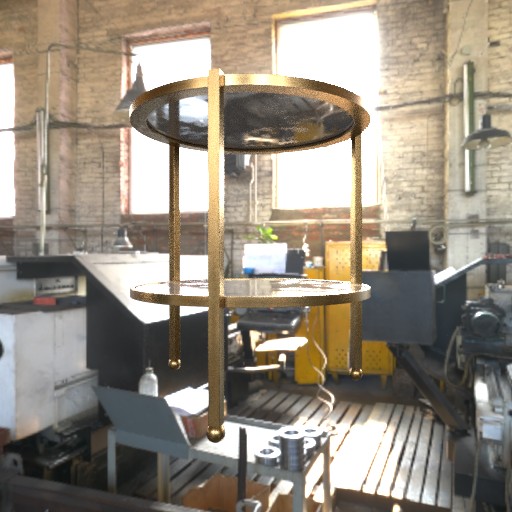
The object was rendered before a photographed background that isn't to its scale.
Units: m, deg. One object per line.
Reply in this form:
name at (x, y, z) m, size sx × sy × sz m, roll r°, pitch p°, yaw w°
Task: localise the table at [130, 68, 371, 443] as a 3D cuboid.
table at (0.000, 0.000, 0.443) m, size 0.243 × 0.269 × 0.231 m, roll 0°, pitch 0°, yaw -19°
